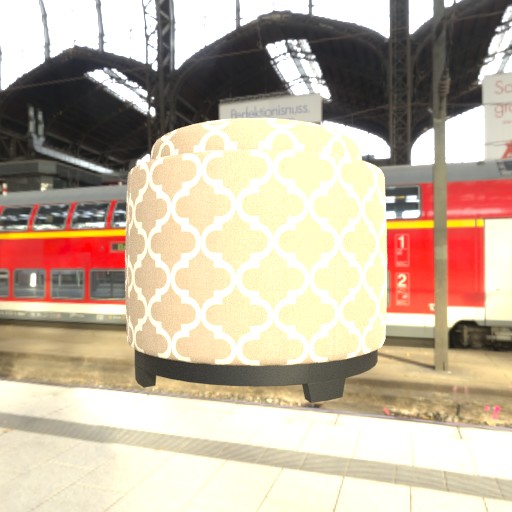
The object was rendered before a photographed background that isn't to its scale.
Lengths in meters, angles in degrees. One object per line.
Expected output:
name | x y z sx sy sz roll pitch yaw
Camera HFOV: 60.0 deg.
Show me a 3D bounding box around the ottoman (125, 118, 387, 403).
ottoman | 0.000 0.000 0.847 0.480 0.429 0.480 0 -1 0
